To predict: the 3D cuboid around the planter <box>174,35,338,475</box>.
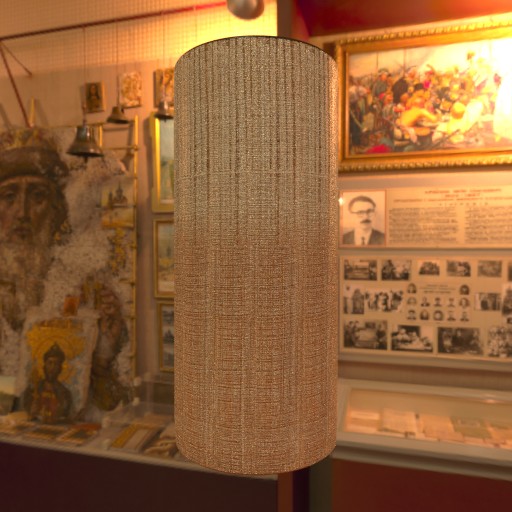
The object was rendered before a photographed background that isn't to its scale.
[{"bbox_3d":[0.000,0.000,0.275,0.100,0.227,0.100,0,1,18],"label":"planter"}]
